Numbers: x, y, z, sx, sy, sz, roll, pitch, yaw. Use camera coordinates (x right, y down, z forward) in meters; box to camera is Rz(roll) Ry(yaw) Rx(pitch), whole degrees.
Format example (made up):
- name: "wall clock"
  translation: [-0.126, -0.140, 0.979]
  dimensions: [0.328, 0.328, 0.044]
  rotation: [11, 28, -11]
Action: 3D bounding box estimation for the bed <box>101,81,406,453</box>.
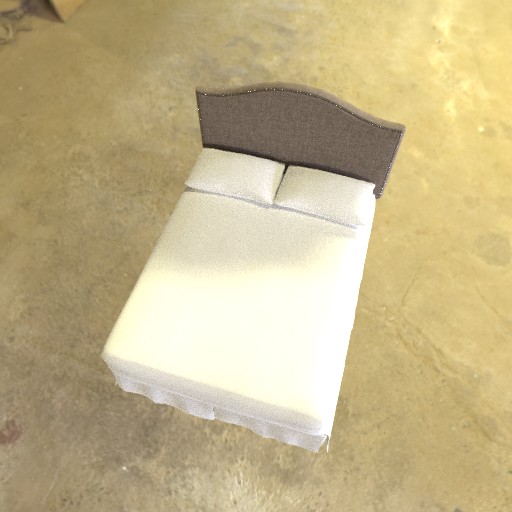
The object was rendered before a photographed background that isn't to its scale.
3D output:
- name: "bed"
  translation: [0.000, 0.000, 3.303]
  dimensions: [1.713, 1.518, 2.153]
  rotation: [14, 58, 9]
